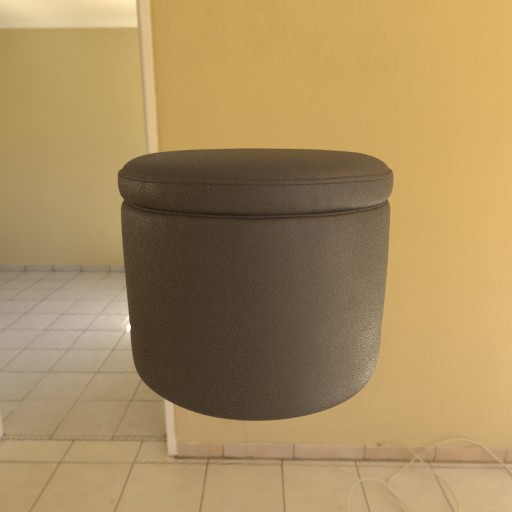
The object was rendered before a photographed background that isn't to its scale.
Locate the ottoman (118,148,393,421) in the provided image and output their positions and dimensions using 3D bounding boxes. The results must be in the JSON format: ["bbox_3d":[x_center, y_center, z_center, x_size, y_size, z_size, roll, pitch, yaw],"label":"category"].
[{"bbox_3d":[0.000,0.000,0.875,0.500,0.409,0.500,0,15,0],"label":"ottoman"}]
